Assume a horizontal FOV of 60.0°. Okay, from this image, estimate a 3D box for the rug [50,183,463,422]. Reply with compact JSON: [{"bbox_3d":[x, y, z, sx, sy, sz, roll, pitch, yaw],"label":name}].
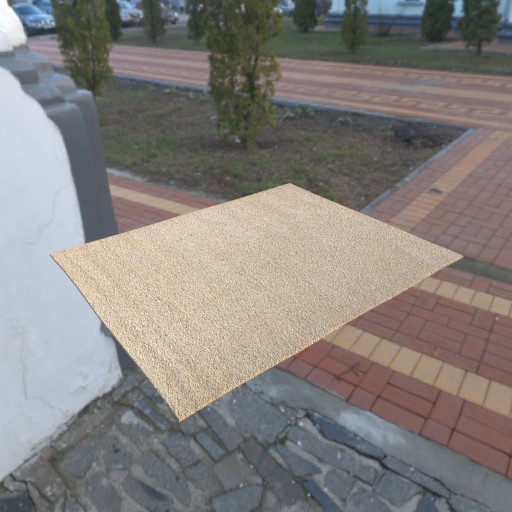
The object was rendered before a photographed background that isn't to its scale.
[{"bbox_3d":[0.000,0.000,4.121,3.000,0.026,2.400,-21,36,-32],"label":"rug"}]
